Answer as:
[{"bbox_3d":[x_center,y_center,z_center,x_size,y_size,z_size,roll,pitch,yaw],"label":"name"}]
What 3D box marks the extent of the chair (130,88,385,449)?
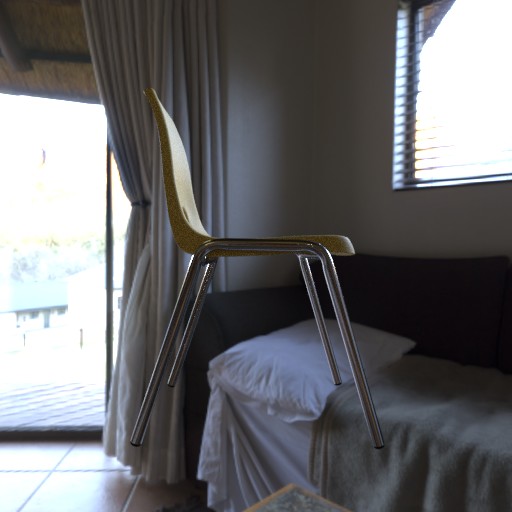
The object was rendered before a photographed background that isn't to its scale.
[{"bbox_3d":[0.000,0.000,0.932,0.436,0.653,0.381,0,0,0],"label":"chair"}]
